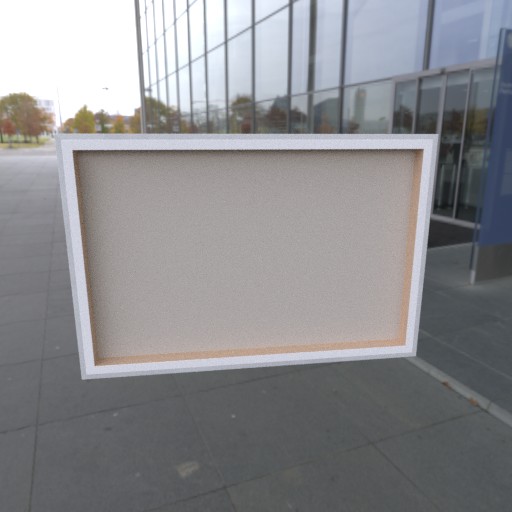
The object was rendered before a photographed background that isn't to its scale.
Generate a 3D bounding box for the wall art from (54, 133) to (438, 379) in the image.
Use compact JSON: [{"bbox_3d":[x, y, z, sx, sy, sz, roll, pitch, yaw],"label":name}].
[{"bbox_3d":[0.000,0.000,0.768,0.609,0.407,0.038,-2,15,-8],"label":"wall art"}]
